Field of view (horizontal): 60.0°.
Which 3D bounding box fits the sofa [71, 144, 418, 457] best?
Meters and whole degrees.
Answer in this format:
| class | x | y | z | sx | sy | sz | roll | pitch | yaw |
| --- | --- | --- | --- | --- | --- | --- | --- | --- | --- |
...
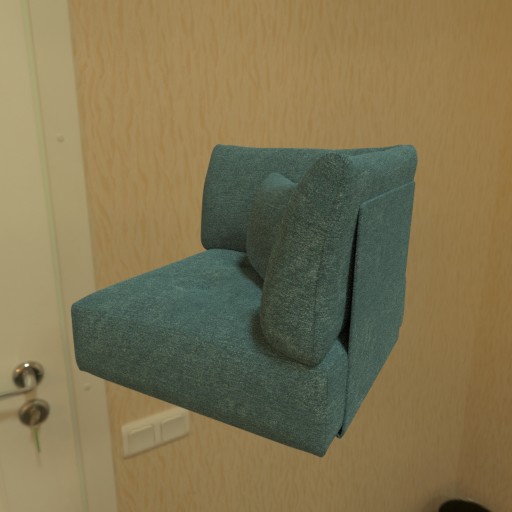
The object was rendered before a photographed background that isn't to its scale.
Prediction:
| class | x | y | z | sx | sy | sz | roll | pitch | yaw |
| --- | --- | --- | --- | --- | --- | --- | --- | --- | --- |
| sofa | 0.000 | 0.000 | 1.688 | 1.000 | 0.820 | 1.000 | 8 | 17 | 28 |
